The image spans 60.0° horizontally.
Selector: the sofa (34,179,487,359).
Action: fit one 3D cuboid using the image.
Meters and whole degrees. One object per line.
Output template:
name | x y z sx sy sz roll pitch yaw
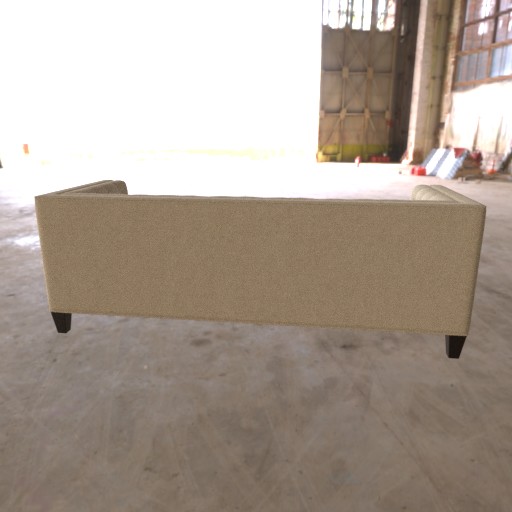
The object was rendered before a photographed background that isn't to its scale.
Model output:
sofa | 0.000 0.000 2.547 2.159 0.762 0.775 2 16 8
